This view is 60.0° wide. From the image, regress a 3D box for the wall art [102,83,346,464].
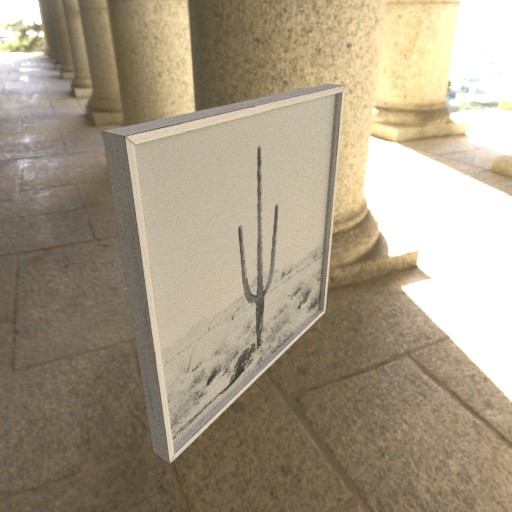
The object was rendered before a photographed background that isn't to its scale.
[{"bbox_3d":[0.000,0.000,0.766,0.038,0.508,0.508,19,33,31],"label":"wall art"}]
